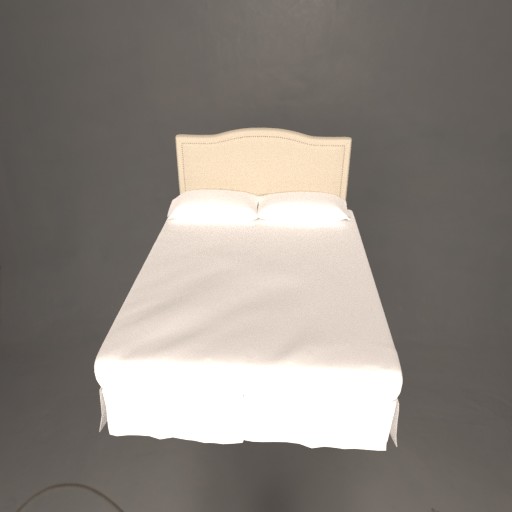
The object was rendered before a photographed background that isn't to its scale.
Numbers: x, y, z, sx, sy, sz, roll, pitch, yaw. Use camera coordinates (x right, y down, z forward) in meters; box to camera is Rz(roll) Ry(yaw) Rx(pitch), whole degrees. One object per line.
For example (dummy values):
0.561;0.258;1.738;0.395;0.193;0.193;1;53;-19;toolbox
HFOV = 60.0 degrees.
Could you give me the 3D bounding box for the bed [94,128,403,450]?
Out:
0.000;0.000;3.583;1.977;1.437;2.477;2;31;3;bed
